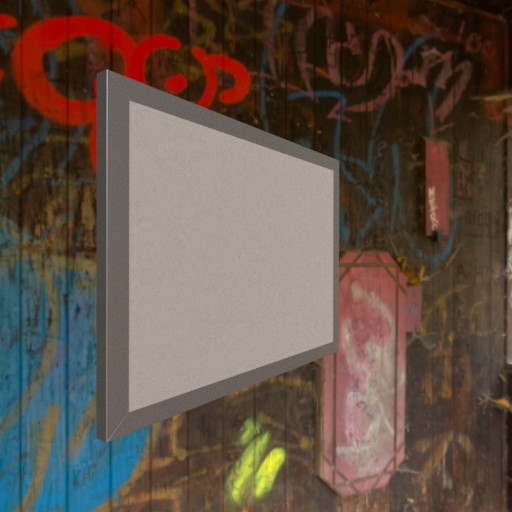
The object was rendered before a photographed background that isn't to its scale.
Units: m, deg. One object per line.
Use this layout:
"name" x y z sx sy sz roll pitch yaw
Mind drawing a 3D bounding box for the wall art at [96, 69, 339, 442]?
"wall art" 0.000 0.000 0.541 0.016 0.306 0.432 0 0 36
